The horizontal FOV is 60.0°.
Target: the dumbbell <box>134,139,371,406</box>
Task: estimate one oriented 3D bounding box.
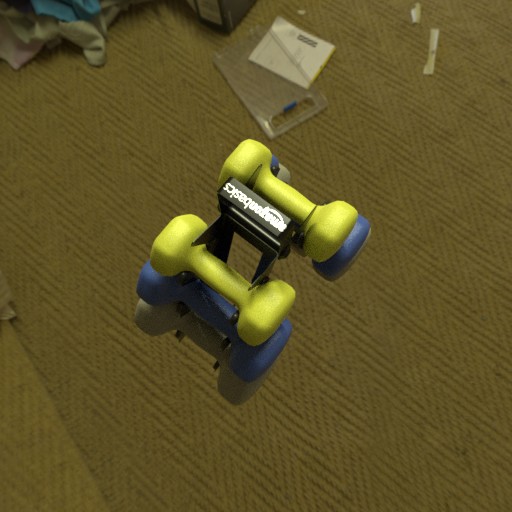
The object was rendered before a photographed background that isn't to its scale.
[{"bbox_3d":[0.000,0.000,0.699,0.261,0.426,0.416,37,78,10],"label":"dumbbell"}]
